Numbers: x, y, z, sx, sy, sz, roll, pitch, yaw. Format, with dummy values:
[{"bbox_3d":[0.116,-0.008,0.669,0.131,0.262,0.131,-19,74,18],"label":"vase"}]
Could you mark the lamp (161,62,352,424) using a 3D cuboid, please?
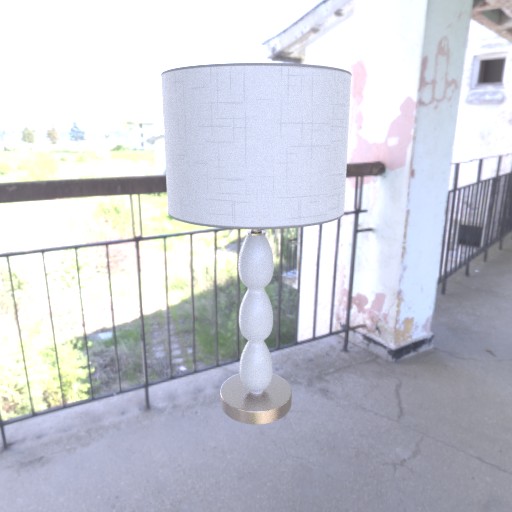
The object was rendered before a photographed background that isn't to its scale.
[{"bbox_3d":[0.000,0.000,0.738,0.280,0.559,0.282,-8,18,-26],"label":"lamp"}]
